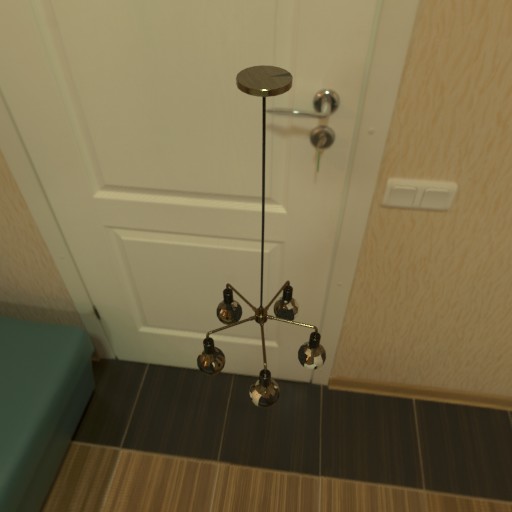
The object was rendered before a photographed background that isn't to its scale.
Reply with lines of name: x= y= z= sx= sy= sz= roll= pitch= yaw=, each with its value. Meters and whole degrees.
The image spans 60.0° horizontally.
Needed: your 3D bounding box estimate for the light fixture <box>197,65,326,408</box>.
light fixture: x=0.000 y=0.000 z=1.213 sx=0.421 sy=0.988 sz=0.438 roll=-16 pitch=48 yaw=-15
